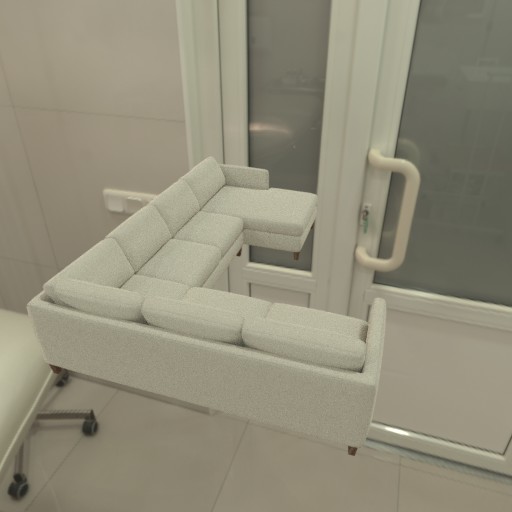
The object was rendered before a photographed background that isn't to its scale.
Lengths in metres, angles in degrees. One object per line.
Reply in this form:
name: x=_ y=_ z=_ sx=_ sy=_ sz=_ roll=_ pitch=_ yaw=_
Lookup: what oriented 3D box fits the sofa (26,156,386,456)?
sofa: x=0.000 y=0.000 z=4.331 sx=2.551 sy=0.853 sz=3.238 roll=10 pitch=33 yaw=15
